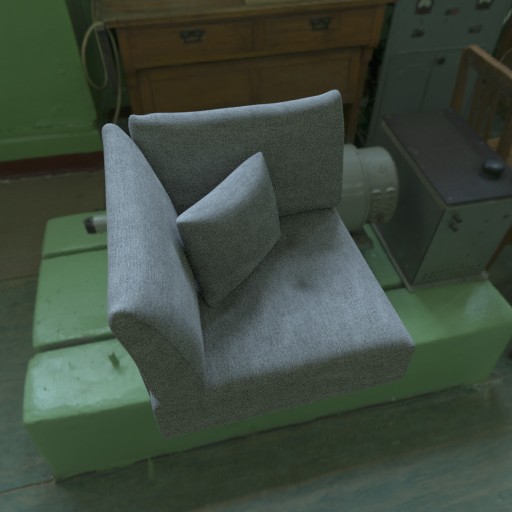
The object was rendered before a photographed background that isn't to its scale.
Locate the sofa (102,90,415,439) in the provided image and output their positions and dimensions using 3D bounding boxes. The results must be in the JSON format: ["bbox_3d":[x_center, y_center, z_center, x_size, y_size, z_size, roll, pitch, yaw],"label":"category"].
[{"bbox_3d":[0.000,0.000,1.748,1.000,0.820,1.000,-11,47,-10],"label":"sofa"}]
